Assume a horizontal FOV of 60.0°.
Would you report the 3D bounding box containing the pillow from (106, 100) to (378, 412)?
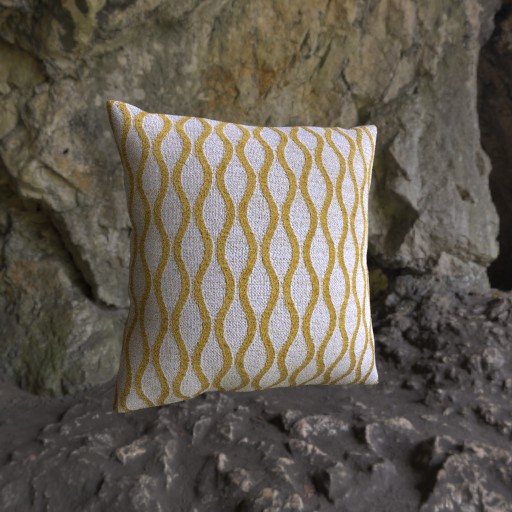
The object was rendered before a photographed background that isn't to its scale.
[{"bbox_3d":[0.000,0.000,0.671,0.429,0.436,0.159,0,0,-19],"label":"pillow"}]
